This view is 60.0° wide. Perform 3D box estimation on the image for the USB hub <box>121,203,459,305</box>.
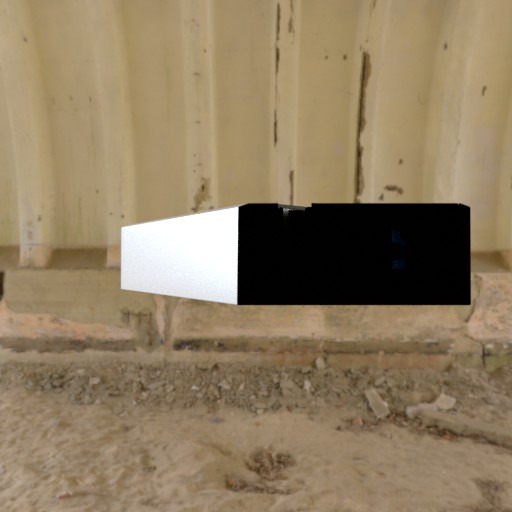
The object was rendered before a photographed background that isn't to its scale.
[{"bbox_3d":[0.000,0.000,0.131,0.044,0.023,0.110,1,-1,-37],"label":"USB hub"}]
